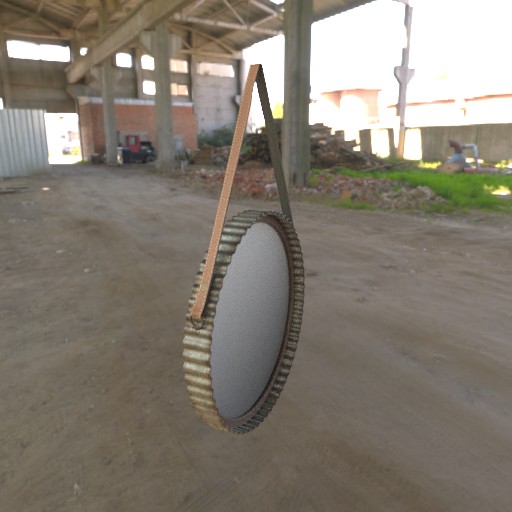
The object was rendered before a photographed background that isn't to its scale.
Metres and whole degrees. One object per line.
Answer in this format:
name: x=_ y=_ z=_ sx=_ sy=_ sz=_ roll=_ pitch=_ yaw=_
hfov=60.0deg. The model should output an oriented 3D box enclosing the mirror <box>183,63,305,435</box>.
mirror: x=0.000 y=0.000 z=0.702 sx=0.042 sy=0.568 sz=0.355 roll=7 pitch=15 yaw=25
